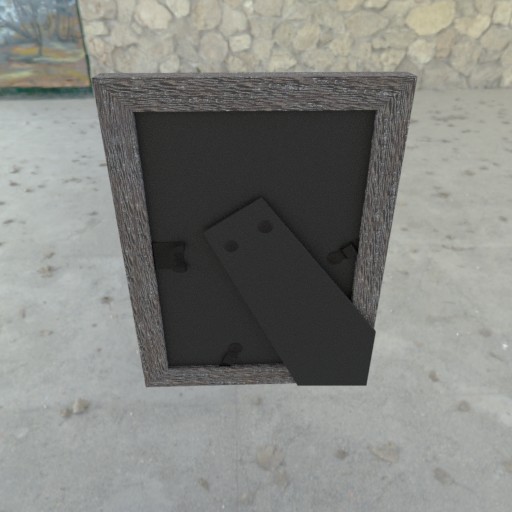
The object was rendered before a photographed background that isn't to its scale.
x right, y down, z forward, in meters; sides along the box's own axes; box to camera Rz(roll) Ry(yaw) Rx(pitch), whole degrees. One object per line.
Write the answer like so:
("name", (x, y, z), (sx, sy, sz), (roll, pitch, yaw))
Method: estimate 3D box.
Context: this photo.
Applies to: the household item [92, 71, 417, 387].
("household item", (0.000, 0.000, 0.275), (0.160, 0.210, 0.020), (-1, 30, -2))
